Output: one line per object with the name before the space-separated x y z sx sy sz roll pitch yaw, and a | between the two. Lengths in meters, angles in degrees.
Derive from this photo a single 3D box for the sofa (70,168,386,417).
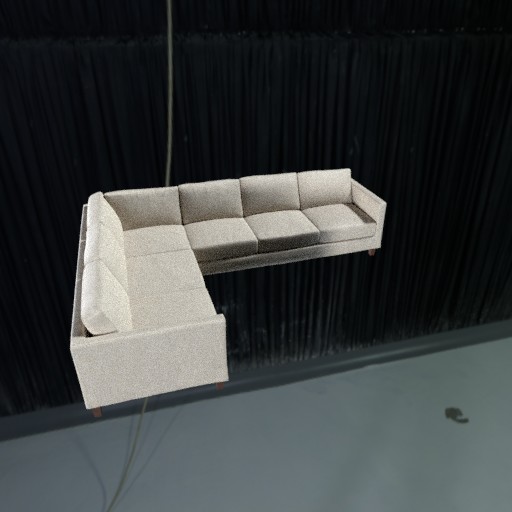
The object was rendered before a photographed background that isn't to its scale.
sofa | 0.000 0.000 4.303 3.182 0.863 2.432 -9 31 -15
